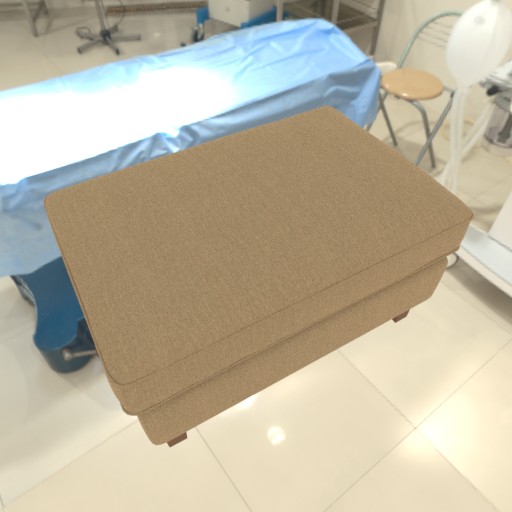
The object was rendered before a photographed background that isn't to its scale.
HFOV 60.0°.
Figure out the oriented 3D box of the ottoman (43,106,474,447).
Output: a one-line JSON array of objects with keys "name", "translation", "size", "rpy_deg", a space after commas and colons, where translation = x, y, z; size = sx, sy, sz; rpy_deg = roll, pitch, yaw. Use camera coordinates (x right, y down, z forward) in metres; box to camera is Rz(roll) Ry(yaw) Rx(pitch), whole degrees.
[{"name": "ottoman", "translation": [0.000, 0.000, 1.261], "size": [0.945, 0.521, 0.636], "rpy_deg": [-23, 52, -20]}]
